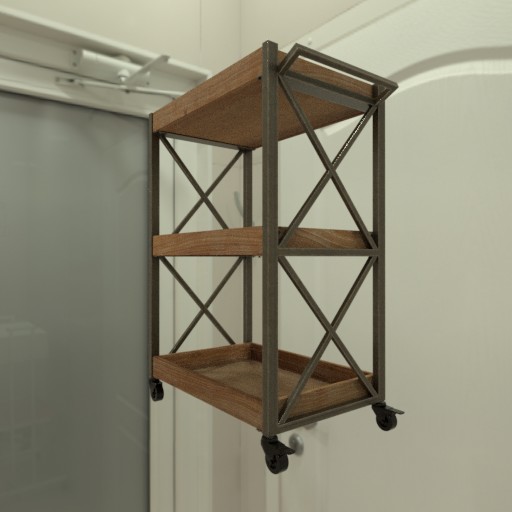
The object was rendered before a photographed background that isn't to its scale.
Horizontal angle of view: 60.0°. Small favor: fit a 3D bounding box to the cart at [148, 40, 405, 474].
[{"bbox_3d":[0.000,0.000,1.190,0.377,0.835,0.673,0,0,-37],"label":"cart"}]
